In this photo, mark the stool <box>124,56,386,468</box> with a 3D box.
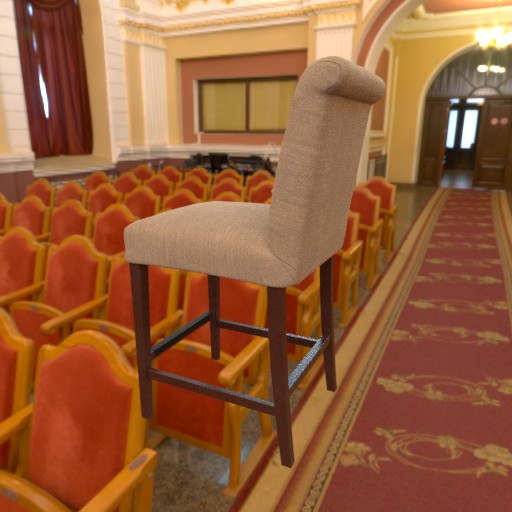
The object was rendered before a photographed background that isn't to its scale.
[{"bbox_3d":[0.000,0.000,1.405,0.660,1.084,0.486,8,17,25],"label":"stool"}]
